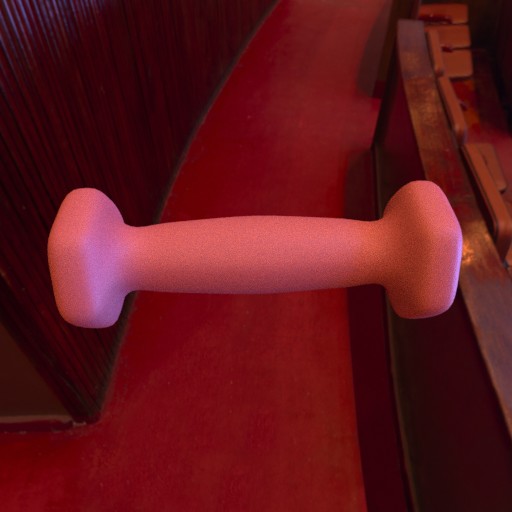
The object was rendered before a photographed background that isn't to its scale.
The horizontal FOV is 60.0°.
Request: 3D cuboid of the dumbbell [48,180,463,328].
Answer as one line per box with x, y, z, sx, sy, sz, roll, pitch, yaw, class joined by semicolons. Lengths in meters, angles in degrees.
0.000;0.000;0.145;0.123;0.043;0.047;-1;47;-1;dumbbell
